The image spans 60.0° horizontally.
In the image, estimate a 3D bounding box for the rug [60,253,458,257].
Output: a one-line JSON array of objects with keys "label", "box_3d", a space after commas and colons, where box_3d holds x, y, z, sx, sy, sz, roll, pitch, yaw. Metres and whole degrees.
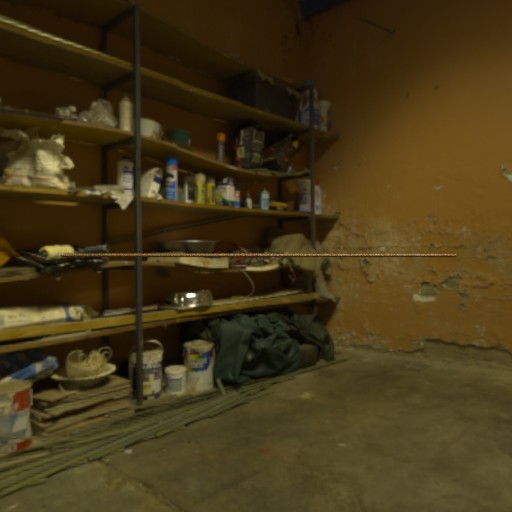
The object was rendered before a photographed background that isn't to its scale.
[{"label": "rug", "box_3d": [0.000, 0.000, 3.725, 2.043, 0.019, 2.916, 0, 0, -1]}]
